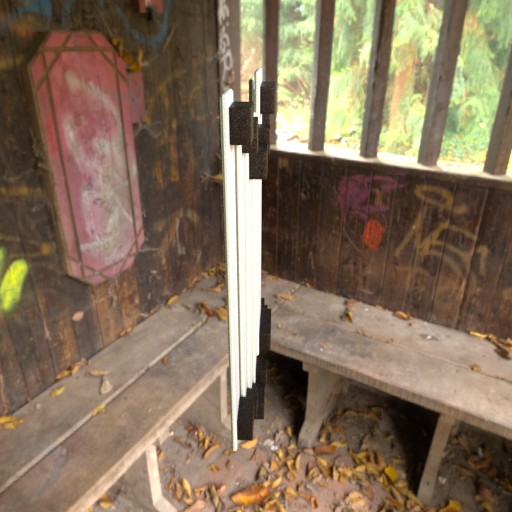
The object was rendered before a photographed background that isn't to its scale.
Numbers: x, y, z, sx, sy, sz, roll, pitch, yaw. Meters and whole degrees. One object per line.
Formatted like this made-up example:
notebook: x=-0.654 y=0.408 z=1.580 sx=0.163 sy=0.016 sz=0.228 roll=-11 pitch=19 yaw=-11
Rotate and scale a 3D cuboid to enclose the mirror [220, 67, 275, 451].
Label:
mirror: x=0.000 y=0.000 z=0.795 sx=0.058 sy=0.611 sz=0.445 roll=1 pitch=26 yaw=2
